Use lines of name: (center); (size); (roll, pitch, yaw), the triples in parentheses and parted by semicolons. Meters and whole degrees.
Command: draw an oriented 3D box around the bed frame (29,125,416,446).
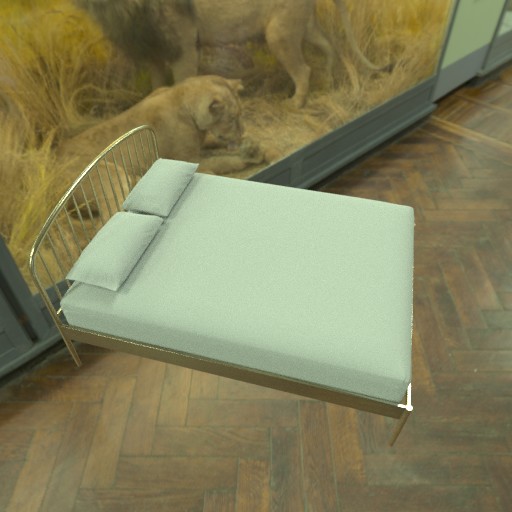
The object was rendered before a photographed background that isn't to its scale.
bed frame: (0.000, 0.000, 3.025); (2.152, 1.175, 1.612); (11, 45, 11)
